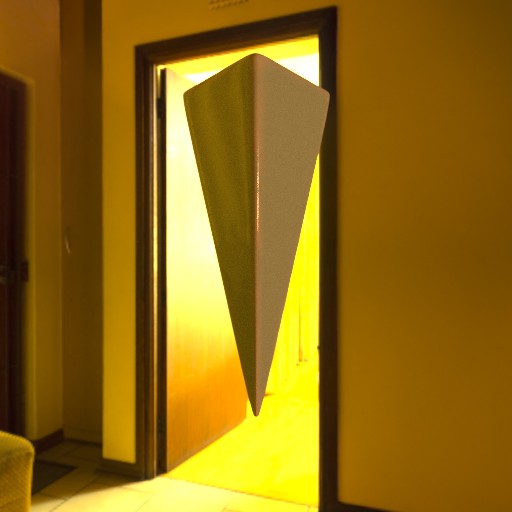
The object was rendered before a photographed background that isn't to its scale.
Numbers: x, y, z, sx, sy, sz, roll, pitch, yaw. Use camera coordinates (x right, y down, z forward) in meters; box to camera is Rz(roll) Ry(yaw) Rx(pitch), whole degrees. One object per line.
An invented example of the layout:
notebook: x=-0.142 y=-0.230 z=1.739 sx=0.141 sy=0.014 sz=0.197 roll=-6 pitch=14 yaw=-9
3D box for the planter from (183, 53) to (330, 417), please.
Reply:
planter: x=0.000 y=0.000 z=0.214 sx=0.080 sy=0.178 sz=0.064 roll=0 pitch=0 yaw=0
